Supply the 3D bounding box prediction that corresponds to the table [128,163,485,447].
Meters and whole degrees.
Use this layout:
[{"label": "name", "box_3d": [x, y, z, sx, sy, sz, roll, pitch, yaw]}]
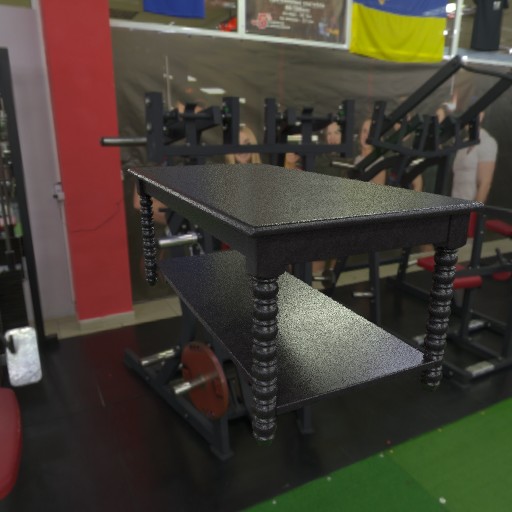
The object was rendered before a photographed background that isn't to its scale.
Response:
[{"label": "table", "box_3d": [0.000, 0.000, 1.434, 0.580, 0.487, 1.171, -8, 18, -24]}]
